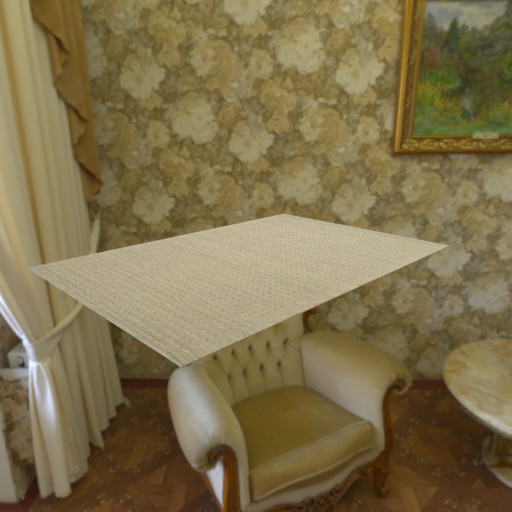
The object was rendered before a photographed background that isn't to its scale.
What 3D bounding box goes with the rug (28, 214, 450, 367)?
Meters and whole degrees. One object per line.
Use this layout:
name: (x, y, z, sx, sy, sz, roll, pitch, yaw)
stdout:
rug: (0.000, 0.000, 3.652, 2.895, 0.006, 1.981, -16, 23, -42)
